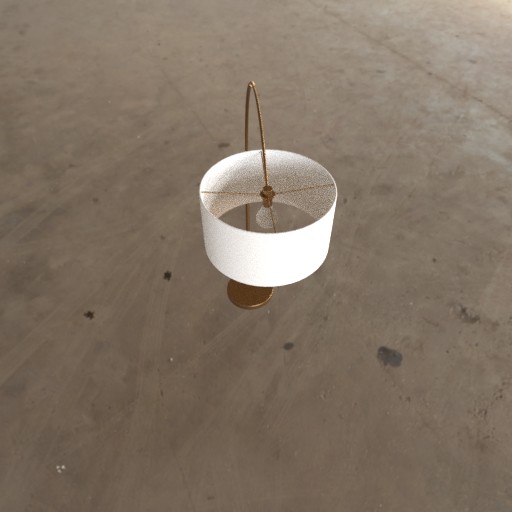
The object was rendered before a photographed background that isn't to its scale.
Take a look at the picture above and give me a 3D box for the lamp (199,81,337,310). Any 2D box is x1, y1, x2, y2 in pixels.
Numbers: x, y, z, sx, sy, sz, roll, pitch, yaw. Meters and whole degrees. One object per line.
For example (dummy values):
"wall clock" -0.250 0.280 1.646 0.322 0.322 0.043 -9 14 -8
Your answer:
"lamp" 0.000 0.000 2.518 0.493 1.927 1.434 -4 46 -4
